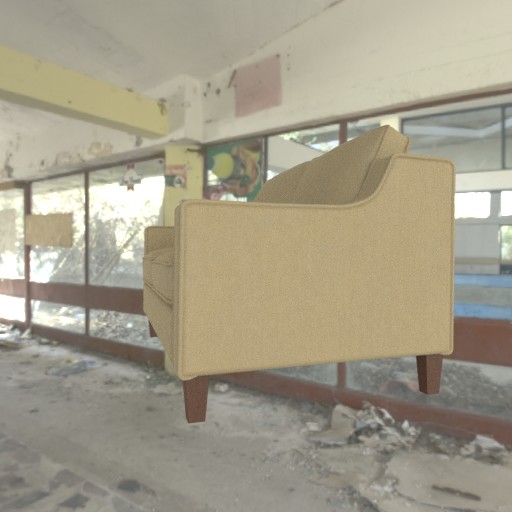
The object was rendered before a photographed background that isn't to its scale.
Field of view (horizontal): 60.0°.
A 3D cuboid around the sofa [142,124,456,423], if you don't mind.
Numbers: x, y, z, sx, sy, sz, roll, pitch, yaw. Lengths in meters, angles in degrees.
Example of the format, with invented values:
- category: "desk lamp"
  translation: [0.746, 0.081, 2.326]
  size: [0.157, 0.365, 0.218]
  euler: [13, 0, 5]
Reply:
- category: "sofa"
  translation: [0.000, 0.000, 2.110]
  size: [0.987, 0.971, 1.501]
  euler: [0, 1, -18]
